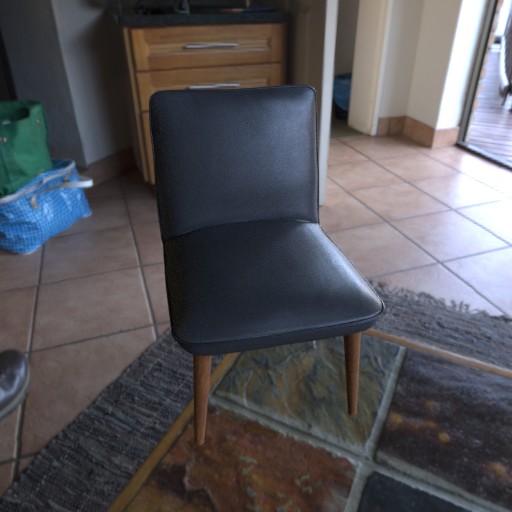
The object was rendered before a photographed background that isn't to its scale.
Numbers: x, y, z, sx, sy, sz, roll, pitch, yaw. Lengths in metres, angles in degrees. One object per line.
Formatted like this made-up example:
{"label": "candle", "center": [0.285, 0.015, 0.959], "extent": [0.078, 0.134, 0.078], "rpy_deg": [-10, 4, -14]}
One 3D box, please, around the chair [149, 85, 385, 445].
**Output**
{"label": "chair", "center": [0.000, 0.000, 1.240], "extent": [0.543, 0.801, 0.645], "rpy_deg": [-9, 32, -15]}
